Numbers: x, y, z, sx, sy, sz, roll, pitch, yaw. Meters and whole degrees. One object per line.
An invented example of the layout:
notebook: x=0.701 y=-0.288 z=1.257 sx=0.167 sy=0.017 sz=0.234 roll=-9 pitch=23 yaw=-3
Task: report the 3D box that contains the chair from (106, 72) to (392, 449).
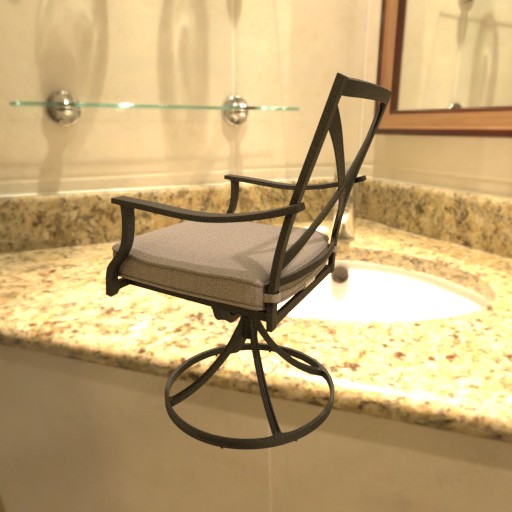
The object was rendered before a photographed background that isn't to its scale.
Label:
chair: x=0.000 y=0.000 z=1.246 sx=0.620 sy=0.889 sz=0.575 roll=8 pitch=18 yaw=25
